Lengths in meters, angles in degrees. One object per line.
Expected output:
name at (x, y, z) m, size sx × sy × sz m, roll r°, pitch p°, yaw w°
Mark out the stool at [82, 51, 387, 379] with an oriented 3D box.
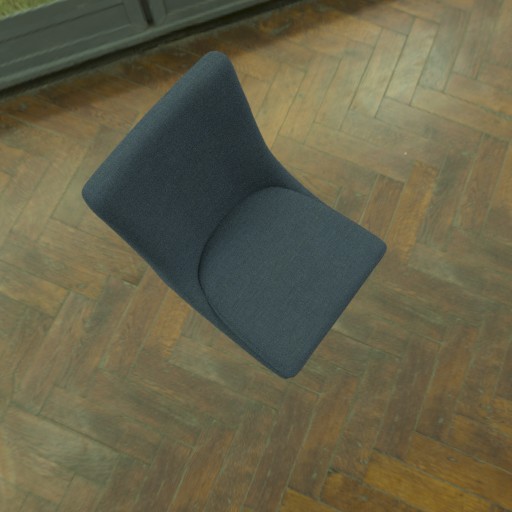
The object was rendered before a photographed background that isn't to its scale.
stool at (0.000, 0.000, 1.304) m, size 0.577 × 0.981 × 0.470 m, roll 37°, pitch 79°, yaw 8°
